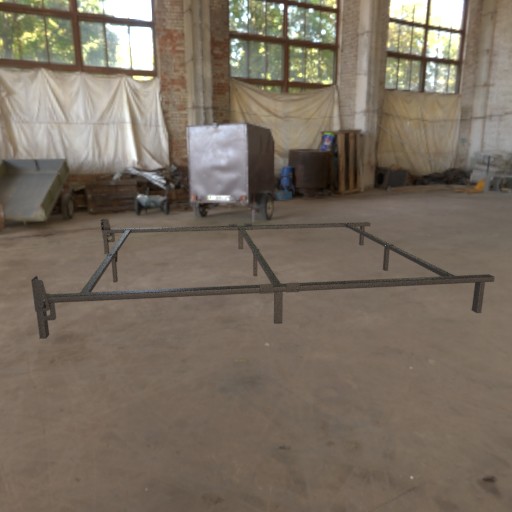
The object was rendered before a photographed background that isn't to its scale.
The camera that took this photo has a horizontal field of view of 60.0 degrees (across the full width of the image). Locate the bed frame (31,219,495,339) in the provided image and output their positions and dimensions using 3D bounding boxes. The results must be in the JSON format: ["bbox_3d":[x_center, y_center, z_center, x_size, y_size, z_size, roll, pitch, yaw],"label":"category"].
[{"bbox_3d":[0.000,0.000,2.610,1.990,0.248,1.498,-2,14,-8],"label":"bed frame"}]
